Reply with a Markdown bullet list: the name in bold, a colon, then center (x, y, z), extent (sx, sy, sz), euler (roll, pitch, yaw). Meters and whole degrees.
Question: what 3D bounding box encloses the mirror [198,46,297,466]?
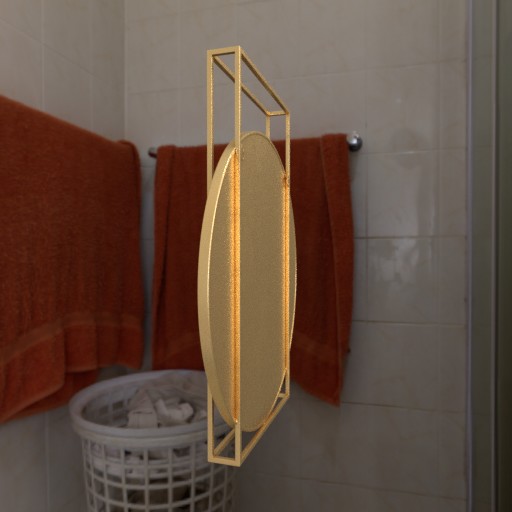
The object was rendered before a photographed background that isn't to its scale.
- **mirror**: center (0.000, 0.000, 0.792), extent (0.051, 0.603, 0.508), euler (0, 1, 17)
